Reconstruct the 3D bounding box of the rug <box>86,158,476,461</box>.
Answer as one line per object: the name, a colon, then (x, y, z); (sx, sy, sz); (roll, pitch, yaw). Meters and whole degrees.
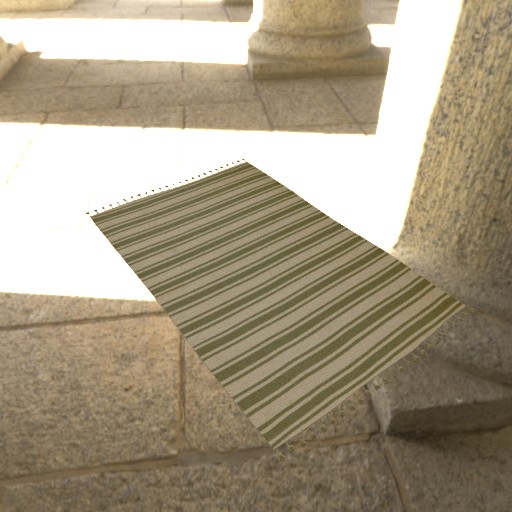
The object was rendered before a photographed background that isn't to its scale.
rug: (0.000, 0.000, 2.333); (1.162, 0.013, 1.875); (-25, 46, -27)
